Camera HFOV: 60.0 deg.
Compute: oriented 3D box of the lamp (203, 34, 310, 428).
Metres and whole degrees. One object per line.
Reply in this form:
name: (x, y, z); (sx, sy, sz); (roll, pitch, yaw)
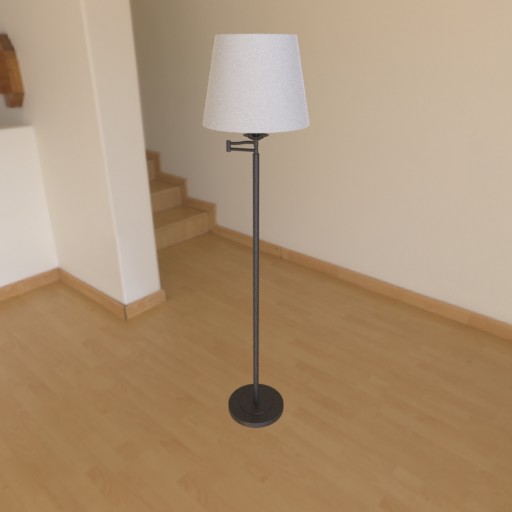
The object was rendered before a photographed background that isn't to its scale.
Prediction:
lamp: (0.000, 0.000, 1.650); (0.348, 1.473, 0.348); (7, 26, 15)
